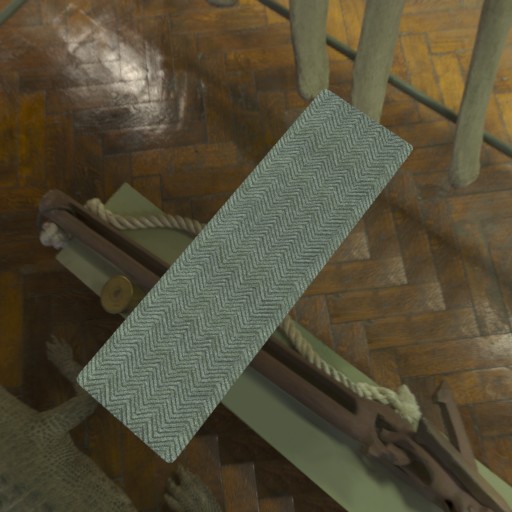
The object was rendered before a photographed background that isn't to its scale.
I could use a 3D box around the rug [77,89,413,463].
[{"bbox_3d":[0.000,0.000,2.551,0.686,0.008,2.286,37,78,9],"label":"rug"}]
